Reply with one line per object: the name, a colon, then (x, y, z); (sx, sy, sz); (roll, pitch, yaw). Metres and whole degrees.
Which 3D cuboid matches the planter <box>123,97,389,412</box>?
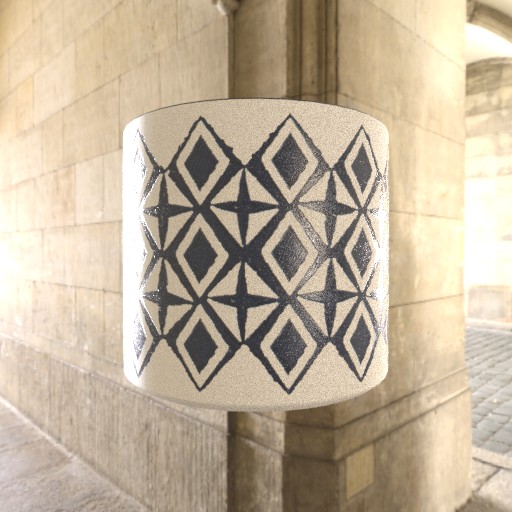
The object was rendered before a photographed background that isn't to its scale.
planter: (0.000, 0.000, 0.277); (0.159, 0.144, 0.159); (0, 1, 0)
